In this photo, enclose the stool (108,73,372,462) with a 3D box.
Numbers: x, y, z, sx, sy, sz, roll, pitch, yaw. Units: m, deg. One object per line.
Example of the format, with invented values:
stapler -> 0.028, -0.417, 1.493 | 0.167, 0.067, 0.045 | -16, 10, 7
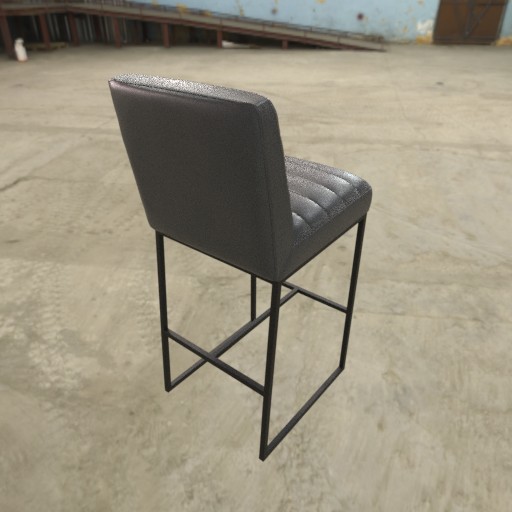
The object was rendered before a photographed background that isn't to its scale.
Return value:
stool -> 0.000, 0.000, 1.325 | 0.457, 1.040, 0.552 | 22, 37, 33
